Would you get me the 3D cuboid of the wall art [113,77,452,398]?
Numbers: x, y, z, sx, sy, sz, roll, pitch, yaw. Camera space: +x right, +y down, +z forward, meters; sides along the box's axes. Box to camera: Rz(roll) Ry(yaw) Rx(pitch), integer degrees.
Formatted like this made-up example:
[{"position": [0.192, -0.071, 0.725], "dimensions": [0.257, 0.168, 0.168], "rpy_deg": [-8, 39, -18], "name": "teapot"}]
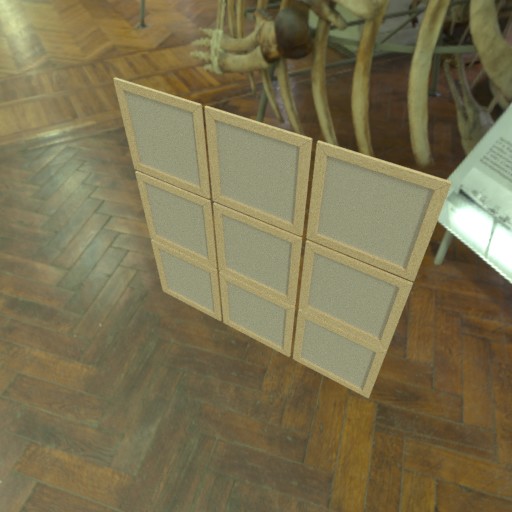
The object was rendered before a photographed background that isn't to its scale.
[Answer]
[{"position": [0.000, 0.000, 2.280], "dimensions": [1.519, 1.507, 0.014], "rpy_deg": [24, 50, 22], "name": "wall art"}]
